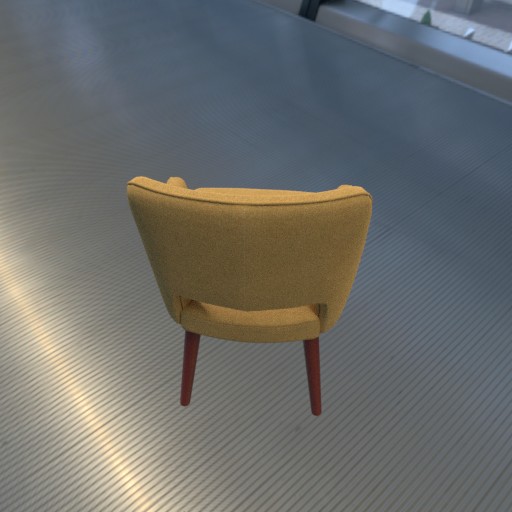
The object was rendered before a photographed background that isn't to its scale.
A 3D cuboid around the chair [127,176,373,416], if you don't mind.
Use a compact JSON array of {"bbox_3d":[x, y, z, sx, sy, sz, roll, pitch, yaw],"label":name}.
[{"bbox_3d":[0.000,0.000,1.226,0.548,0.849,0.605,3,46,3],"label":"chair"}]
